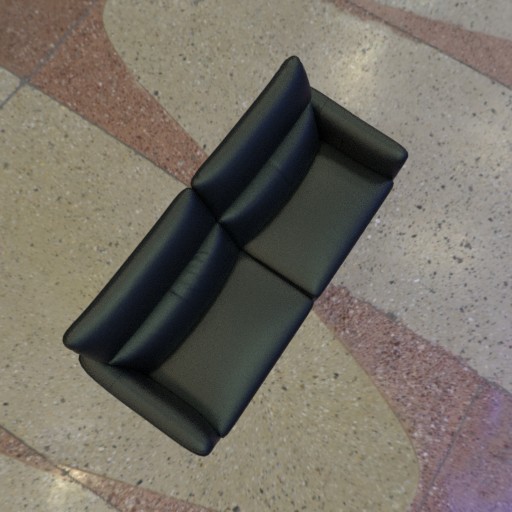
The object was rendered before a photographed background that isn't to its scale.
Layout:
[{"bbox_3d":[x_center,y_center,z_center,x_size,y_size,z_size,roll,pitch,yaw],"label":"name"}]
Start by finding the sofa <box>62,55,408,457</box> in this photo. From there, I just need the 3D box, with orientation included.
[{"bbox_3d":[0.000,0.000,2.520,0.856,0.957,2.069,34,77,9],"label":"sofa"}]
